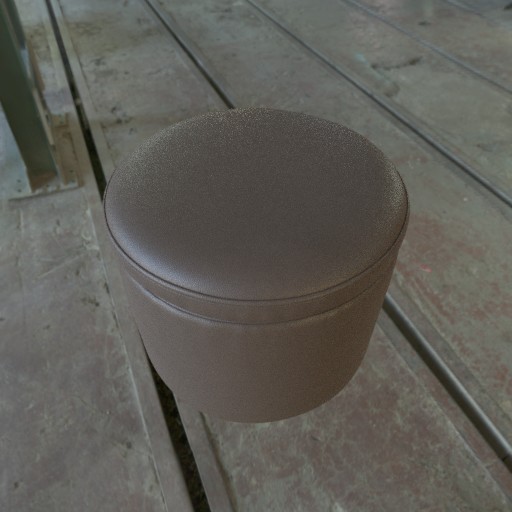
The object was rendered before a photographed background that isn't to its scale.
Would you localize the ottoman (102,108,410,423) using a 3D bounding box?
[{"bbox_3d":[0.000,0.000,0.855,0.500,0.409,0.500,0,46,0],"label":"ottoman"}]
